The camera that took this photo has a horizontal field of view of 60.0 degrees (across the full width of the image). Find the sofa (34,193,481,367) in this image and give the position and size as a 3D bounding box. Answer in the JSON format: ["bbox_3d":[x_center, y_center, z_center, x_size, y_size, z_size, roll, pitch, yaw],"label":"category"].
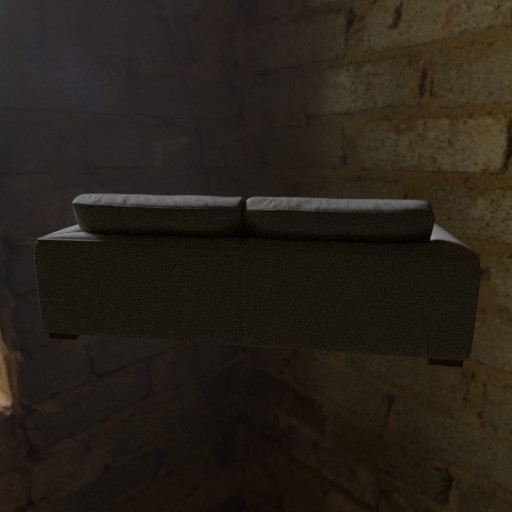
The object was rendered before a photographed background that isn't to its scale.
[{"bbox_3d":[0.000,0.000,2.712,2.262,0.801,1.070,2,14,9],"label":"sofa"}]
